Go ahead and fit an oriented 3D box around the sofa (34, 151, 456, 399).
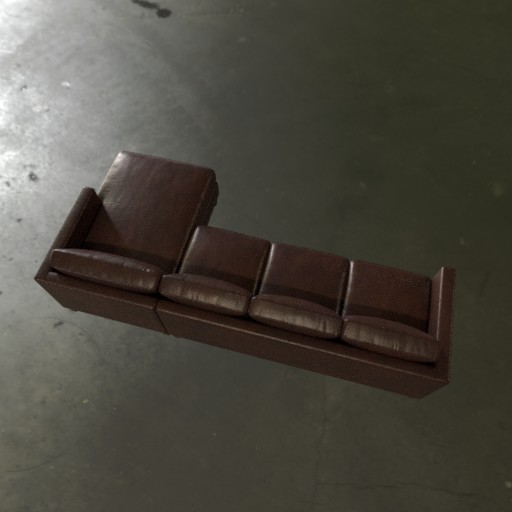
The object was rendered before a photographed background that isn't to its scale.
[{"bbox_3d":[0.000,0.000,3.887,3.203,0.883,1.581,13,63,7],"label":"sofa"}]
